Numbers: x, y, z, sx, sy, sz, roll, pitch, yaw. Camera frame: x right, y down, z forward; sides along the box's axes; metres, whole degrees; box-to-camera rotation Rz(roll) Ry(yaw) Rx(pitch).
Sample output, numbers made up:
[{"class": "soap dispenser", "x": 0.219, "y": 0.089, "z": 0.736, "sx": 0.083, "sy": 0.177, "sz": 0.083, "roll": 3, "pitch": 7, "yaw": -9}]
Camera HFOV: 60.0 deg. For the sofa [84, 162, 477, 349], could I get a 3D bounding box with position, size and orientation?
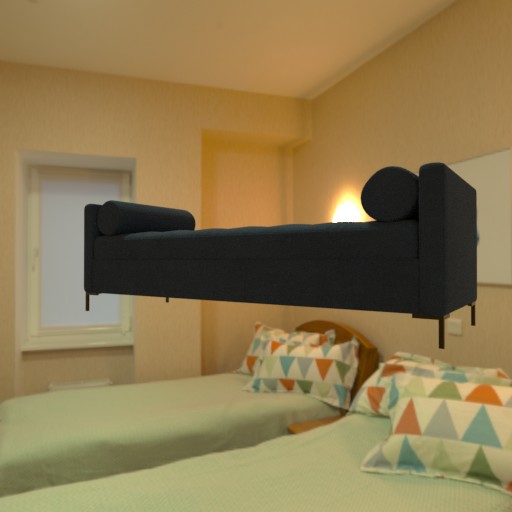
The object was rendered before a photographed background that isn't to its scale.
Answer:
[{"class": "sofa", "x": 0.000, "y": 0.000, "z": 2.298, "sx": 1.981, "sy": 0.635, "sz": 0.686, "roll": 0, "pitch": -1, "yaw": 35}]
